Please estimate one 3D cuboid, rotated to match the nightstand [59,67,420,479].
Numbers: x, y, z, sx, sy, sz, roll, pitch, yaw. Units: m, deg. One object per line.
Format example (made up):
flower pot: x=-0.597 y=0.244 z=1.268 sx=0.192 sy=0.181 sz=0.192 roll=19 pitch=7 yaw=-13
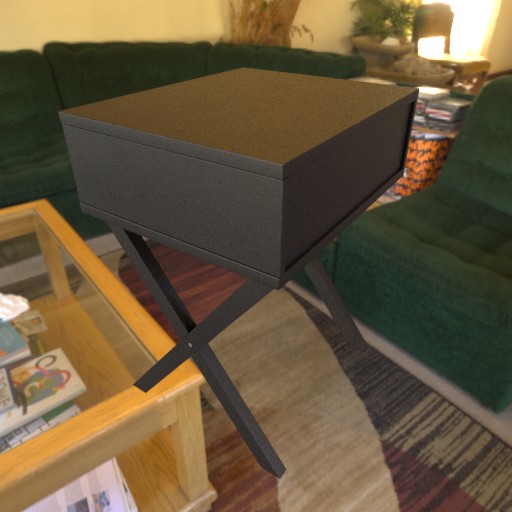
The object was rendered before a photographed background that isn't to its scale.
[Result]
nightstand: x=0.000 y=0.000 z=0.909 sx=0.402 sy=0.623 sz=0.479 roll=20 pitch=37 yaw=29
